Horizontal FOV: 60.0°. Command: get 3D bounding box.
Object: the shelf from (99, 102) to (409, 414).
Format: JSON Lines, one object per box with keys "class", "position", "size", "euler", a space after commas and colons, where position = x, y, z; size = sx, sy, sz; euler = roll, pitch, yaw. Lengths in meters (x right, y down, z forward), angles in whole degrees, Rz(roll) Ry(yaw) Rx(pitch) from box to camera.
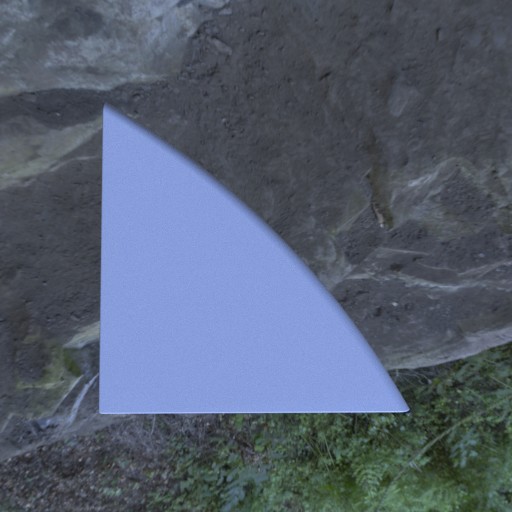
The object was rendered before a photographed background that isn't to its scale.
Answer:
{"class": "shelf", "position": [0.000, 0.000, 0.462], "size": [0.310, 0.050, 0.310], "euler": [0, 90, -1]}
